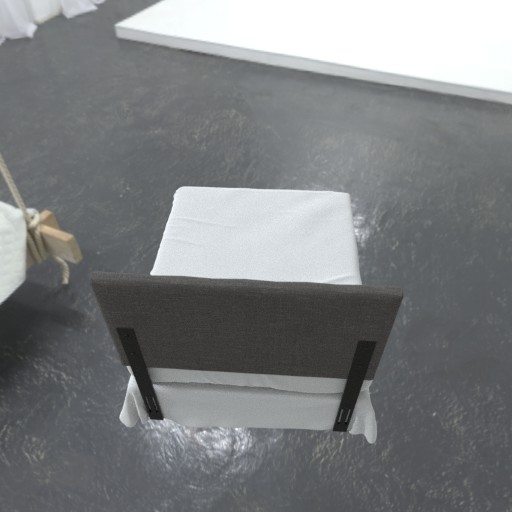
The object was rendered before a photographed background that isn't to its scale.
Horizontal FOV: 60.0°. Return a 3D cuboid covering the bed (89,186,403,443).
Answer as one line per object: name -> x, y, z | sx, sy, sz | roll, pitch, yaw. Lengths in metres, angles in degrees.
bed -> 0.000, 0.000, 3.527 | 1.936, 1.577, 2.222 | 3, 45, 3
